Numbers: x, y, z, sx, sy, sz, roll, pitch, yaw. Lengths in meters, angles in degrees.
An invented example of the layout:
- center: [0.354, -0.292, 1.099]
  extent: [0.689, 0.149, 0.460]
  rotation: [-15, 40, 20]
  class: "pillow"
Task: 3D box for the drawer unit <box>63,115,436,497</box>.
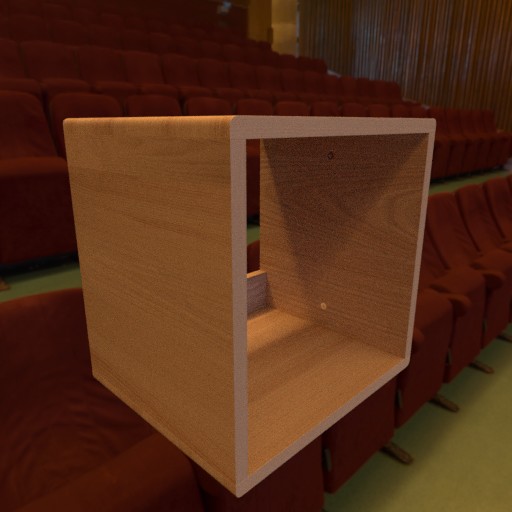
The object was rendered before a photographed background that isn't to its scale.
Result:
- center: [0.000, 0.000, 0.581]
  extent: [0.290, 0.344, 0.344]
  rotation: [16, 23, 43]
  class: "drawer unit"
